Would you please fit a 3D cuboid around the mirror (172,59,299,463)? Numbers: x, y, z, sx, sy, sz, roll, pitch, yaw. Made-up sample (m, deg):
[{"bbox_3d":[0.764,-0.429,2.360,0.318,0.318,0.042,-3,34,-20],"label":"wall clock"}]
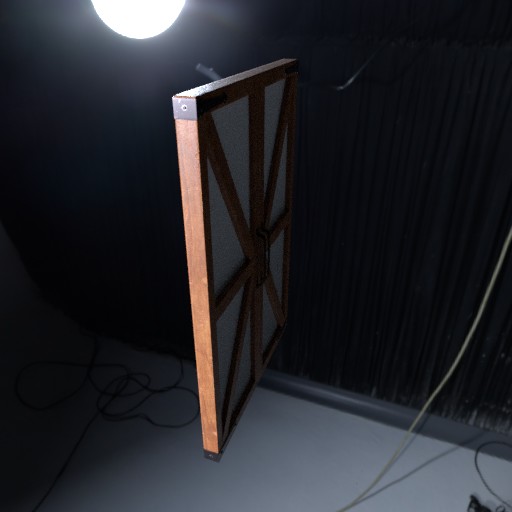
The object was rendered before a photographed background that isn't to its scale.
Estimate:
[{"bbox_3d":[0.000,0.000,0.990,0.053,0.761,0.517,10,31,18],"label":"mirror"}]
